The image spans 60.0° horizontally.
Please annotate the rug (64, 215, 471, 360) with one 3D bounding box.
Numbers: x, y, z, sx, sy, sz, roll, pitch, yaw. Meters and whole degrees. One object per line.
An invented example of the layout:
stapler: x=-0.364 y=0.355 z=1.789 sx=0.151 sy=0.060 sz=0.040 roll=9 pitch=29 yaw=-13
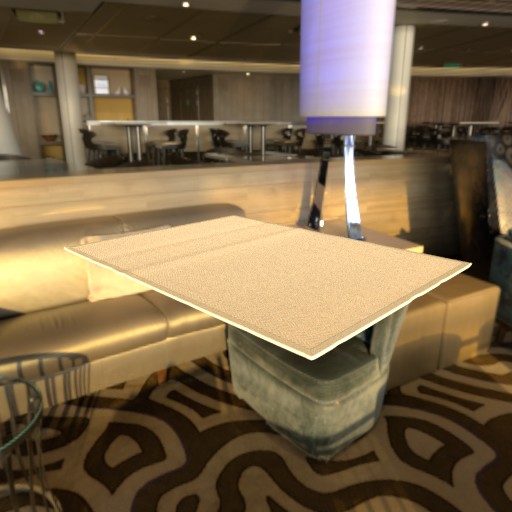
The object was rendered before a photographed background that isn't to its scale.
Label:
rug: x=0.000 y=0.000 z=4.914 sx=3.659 sy=0.037 sz=2.734 roll=16 pitch=23 yaw=42
